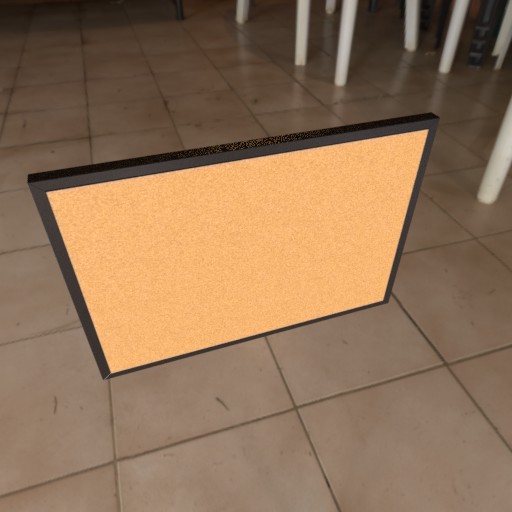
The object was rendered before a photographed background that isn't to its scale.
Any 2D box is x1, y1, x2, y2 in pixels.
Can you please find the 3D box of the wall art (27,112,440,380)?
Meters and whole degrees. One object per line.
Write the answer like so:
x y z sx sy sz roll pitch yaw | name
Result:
0.000 0.000 0.832 0.657 0.458 0.027 -13 42 -14 | wall art
